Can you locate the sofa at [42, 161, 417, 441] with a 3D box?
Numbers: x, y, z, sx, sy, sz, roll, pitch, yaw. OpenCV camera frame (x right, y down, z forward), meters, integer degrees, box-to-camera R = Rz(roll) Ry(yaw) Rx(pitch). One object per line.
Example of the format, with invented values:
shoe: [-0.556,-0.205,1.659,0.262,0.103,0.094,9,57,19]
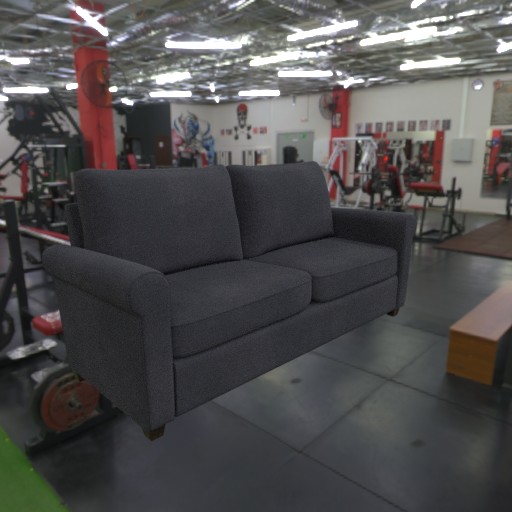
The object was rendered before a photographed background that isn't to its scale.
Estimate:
sofa: [0.000,0.000,2.349,1.935,0.942,0.842,-13,19,-43]
